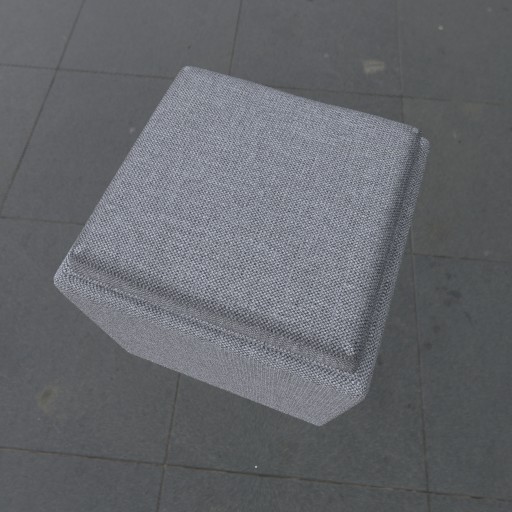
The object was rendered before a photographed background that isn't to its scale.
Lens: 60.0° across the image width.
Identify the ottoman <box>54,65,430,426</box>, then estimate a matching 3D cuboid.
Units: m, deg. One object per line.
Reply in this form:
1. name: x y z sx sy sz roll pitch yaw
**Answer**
1. ottoman: 0.000 0.000 0.824 0.454 0.487 0.436 18 66 9
